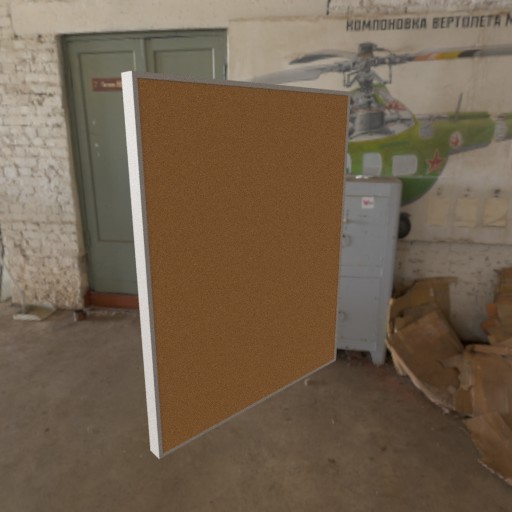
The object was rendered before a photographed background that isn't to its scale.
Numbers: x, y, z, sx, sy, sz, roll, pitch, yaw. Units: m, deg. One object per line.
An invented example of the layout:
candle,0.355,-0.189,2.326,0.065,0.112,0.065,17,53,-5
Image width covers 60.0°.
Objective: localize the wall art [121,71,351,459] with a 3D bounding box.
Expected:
wall art,0.000,0.000,1.053,0.611,0.763,0.055,-14,21,-41
